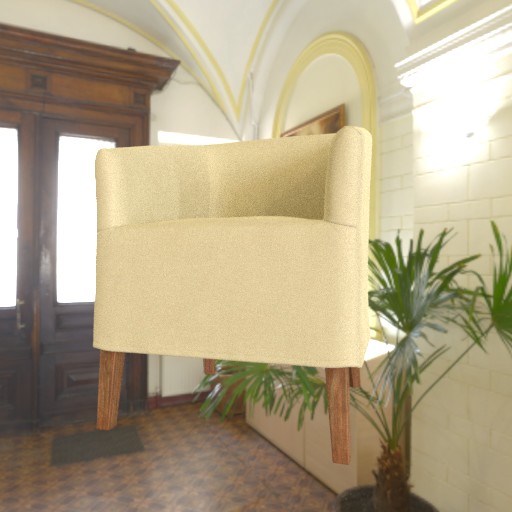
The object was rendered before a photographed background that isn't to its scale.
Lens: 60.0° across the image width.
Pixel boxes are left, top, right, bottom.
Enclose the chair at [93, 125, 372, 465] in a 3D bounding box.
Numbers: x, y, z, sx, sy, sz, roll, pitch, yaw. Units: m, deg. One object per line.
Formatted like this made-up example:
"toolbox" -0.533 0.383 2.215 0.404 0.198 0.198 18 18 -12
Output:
"chair" 0.000 0.000 1.259 0.643 0.822 0.657 0 0 18
